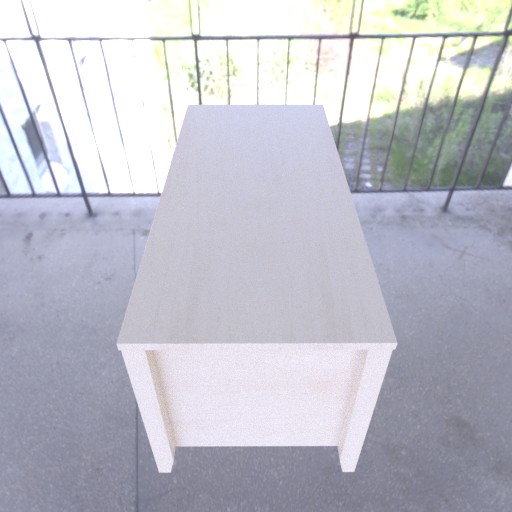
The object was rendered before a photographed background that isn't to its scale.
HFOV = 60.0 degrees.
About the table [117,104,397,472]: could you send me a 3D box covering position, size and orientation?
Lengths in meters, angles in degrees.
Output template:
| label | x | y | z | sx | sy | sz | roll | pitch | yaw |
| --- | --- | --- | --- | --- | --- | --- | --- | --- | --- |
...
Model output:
| label | x | y | z | sx | sy | sz | roll | pitch | yaw |
| --- | --- | --- | --- | --- | --- | --- | --- | --- | --- |
| table | 0.000 | 0.000 | 1.263 | 0.457 | 0.483 | 1.016 | 0 | 40 | 0 |
